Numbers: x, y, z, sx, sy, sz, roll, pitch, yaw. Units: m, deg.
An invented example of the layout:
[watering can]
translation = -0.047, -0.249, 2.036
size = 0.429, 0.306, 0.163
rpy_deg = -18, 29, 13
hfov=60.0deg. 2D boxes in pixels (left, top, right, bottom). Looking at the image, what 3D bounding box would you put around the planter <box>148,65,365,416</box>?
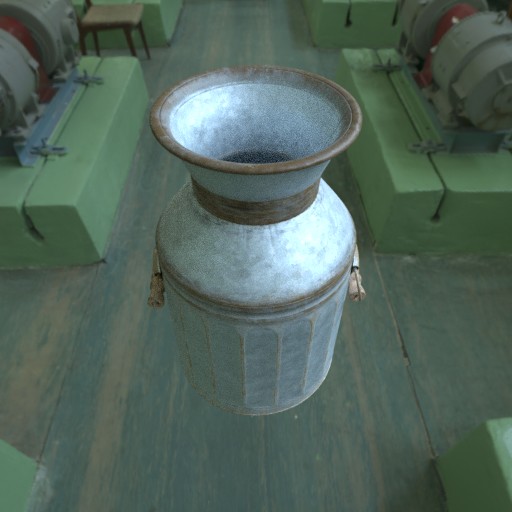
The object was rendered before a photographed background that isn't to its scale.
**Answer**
[planter]
translation = 0.000, 0.000, 0.500
size = 0.248, 0.358, 0.215
rpy_deg = -2, 46, -2
